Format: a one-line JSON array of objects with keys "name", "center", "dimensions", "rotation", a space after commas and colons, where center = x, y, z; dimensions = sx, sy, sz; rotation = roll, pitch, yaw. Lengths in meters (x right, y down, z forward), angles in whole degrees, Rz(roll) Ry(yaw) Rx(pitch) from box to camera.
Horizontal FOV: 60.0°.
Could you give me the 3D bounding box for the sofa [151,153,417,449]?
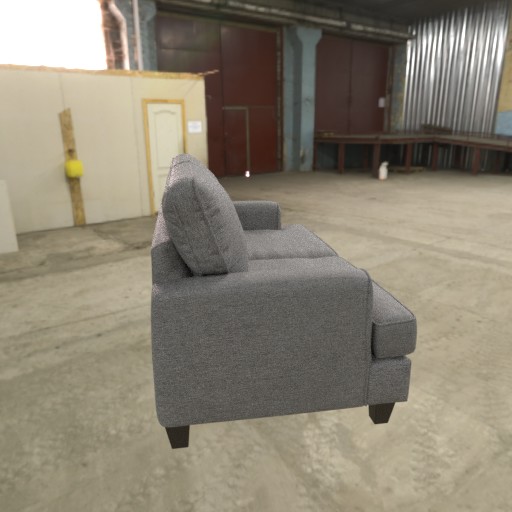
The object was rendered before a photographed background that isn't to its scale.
[{"name": "sofa", "center": [0.000, 0.000, 2.258], "dimensions": [0.965, 0.965, 1.651], "rotation": [-3, 16, -9]}]
